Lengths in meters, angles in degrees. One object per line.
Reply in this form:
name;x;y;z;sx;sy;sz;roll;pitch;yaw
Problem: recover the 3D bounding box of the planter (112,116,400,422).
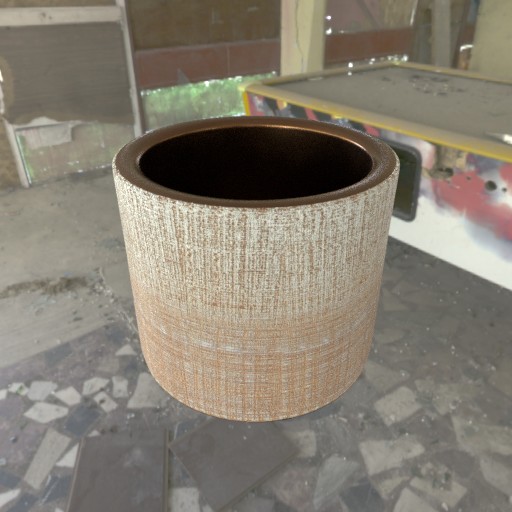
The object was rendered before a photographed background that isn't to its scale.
planter;0.000;0.000;0.194;0.109;0.096;0.109;0;31;0
